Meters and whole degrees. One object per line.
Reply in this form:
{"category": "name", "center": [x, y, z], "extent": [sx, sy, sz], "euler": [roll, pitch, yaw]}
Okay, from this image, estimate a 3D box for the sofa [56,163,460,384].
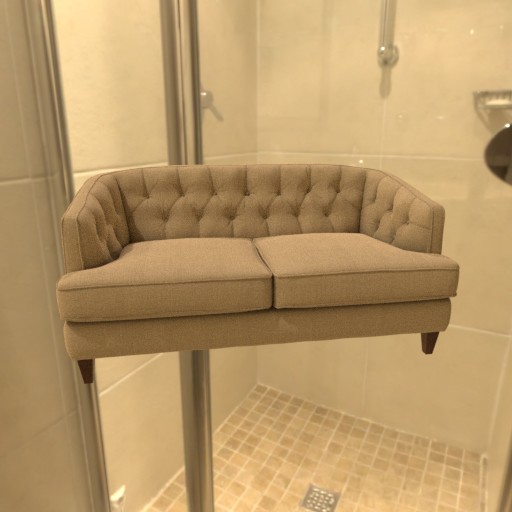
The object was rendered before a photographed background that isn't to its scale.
{"category": "sofa", "center": [0.000, 0.000, 2.259], "extent": [1.733, 0.855, 0.941], "euler": [-3, 16, -9]}
